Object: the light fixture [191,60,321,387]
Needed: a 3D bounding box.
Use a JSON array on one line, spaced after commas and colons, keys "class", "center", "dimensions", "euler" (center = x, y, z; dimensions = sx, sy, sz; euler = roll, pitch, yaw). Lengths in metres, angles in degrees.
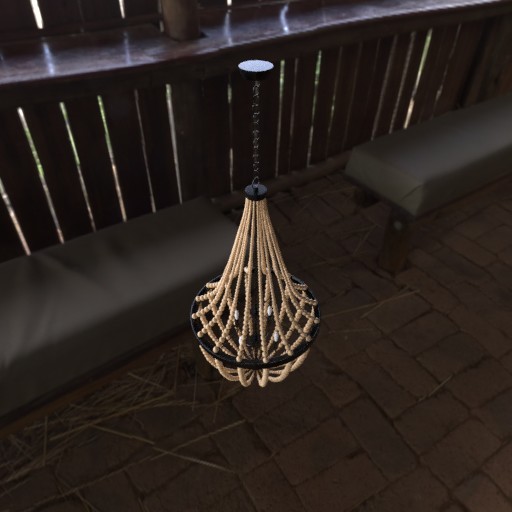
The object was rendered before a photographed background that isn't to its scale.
[{"class": "light fixture", "center": [0.000, 0.000, 1.372], "dimensions": [0.450, 1.133, 0.450], "euler": [0, 40, 0]}]
